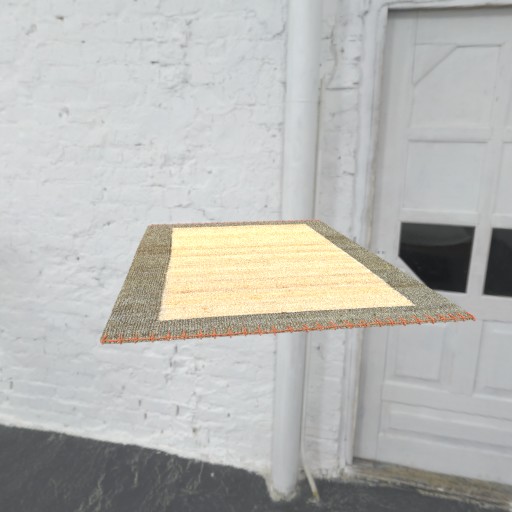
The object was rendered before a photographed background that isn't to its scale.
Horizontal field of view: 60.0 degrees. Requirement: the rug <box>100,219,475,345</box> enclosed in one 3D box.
[{"bbox_3d":[0.000,0.000,2.245,1.220,0.019,1.838,-2,15,-8],"label":"rug"}]
